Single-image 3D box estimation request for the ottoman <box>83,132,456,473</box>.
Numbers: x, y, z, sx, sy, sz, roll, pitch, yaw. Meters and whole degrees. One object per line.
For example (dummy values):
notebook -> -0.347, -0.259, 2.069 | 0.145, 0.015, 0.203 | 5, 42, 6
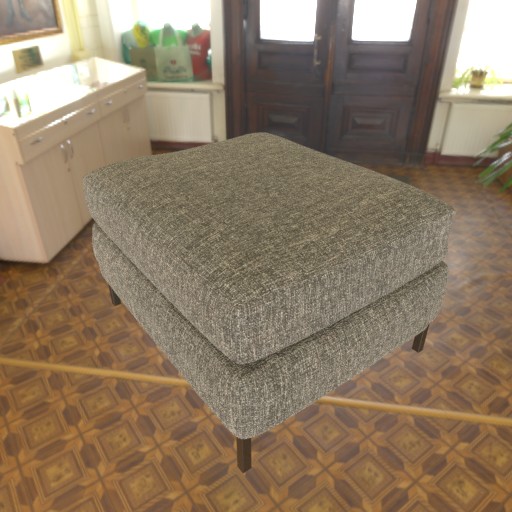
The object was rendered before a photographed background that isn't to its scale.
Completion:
ottoman -> 0.000, 0.000, 1.211 | 0.683, 0.480, 0.828 | -21, 37, -31
